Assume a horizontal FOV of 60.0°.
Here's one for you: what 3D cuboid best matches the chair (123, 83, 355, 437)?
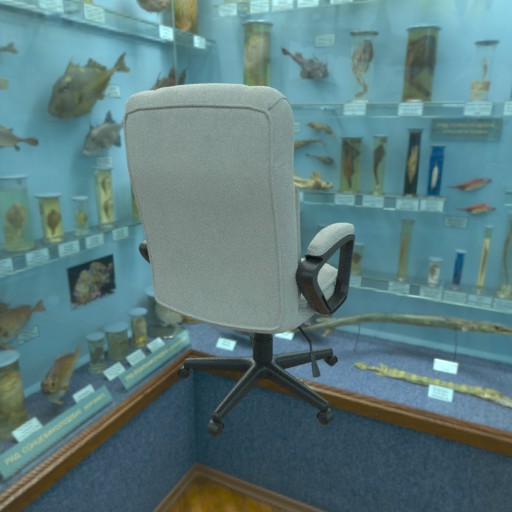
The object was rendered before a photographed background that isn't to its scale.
[{"bbox_3d":[0.000,0.000,1.578,0.667,1.105,0.724,9,19,27],"label":"chair"}]
